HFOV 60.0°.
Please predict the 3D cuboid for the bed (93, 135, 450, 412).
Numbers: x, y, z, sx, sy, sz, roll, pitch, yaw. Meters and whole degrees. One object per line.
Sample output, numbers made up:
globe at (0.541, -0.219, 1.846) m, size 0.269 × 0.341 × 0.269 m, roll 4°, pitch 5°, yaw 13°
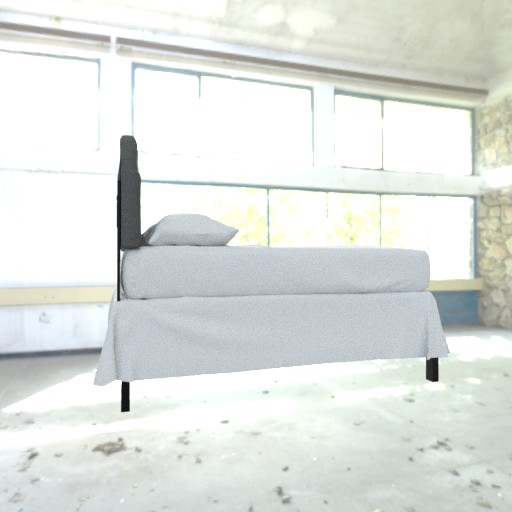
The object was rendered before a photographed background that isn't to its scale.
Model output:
bed at (0.000, 0.000, 3.350) m, size 2.222 × 1.634 × 1.780 m, roll 0°, pitch 0°, yaw -17°
